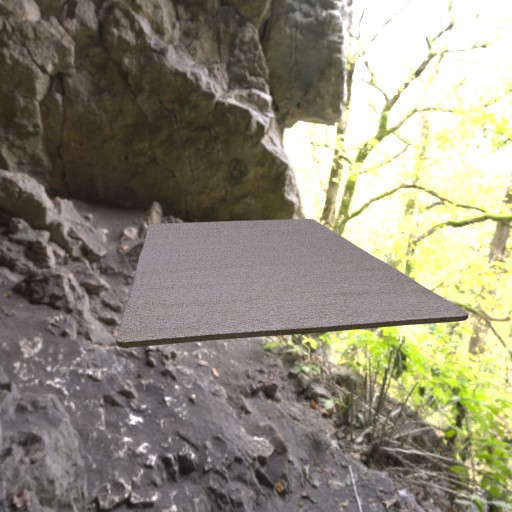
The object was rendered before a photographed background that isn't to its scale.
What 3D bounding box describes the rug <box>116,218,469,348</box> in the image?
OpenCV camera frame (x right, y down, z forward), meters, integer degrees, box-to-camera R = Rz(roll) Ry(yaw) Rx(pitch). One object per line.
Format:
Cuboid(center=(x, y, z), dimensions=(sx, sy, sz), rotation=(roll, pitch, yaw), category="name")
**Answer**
Cuboid(center=(0.000, 0.000, 2.910), dimensions=(1.500, 0.026, 2.349), rotation=(-3, 16, -10), category="rug")
